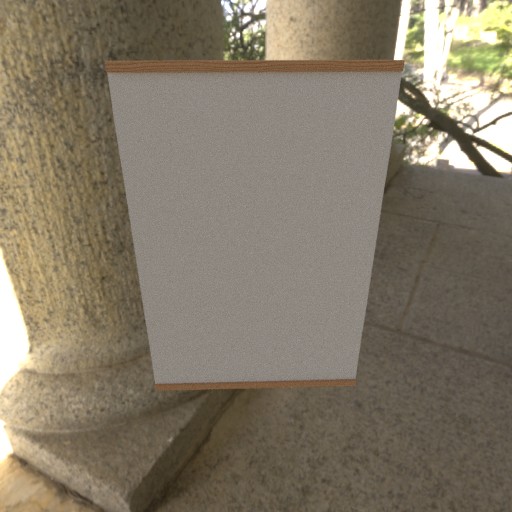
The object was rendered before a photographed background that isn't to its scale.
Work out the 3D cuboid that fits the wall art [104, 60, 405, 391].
[{"bbox_3d":[0.000,0.000,1.877,1.011,1.521,0.025,-1,29,-2],"label":"wall art"}]
